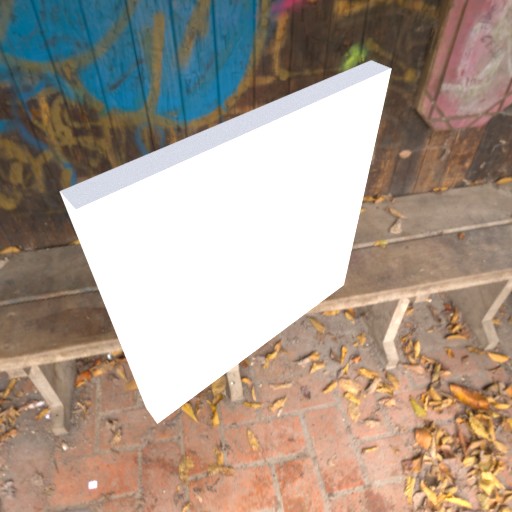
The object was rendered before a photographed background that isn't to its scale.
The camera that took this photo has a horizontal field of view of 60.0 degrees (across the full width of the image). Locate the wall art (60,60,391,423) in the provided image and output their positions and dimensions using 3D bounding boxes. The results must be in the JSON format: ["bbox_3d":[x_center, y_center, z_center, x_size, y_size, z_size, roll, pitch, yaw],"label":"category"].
[{"bbox_3d":[0.000,0.000,0.524,0.355,0.355,0.027,-32,54,-27],"label":"wall art"}]
